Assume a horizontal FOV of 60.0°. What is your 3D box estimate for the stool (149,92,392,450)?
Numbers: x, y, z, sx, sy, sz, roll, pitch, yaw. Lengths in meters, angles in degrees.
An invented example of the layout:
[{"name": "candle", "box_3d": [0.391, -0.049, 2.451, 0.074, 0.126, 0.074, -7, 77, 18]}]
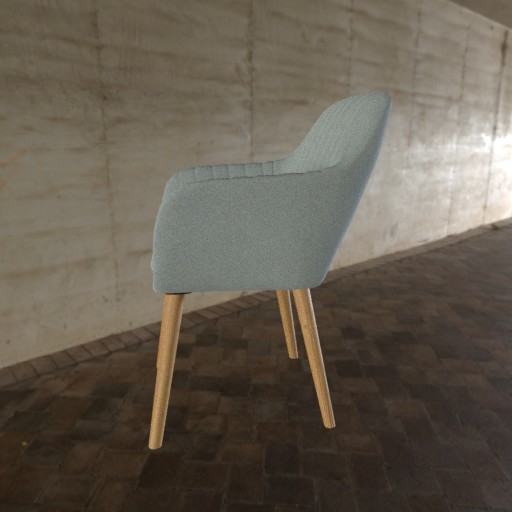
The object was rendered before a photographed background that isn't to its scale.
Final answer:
[{"name": "stool", "box_3d": [0.000, 0.000, 1.196, 0.590, 0.830, 0.503, -2, 15, -9]}]
